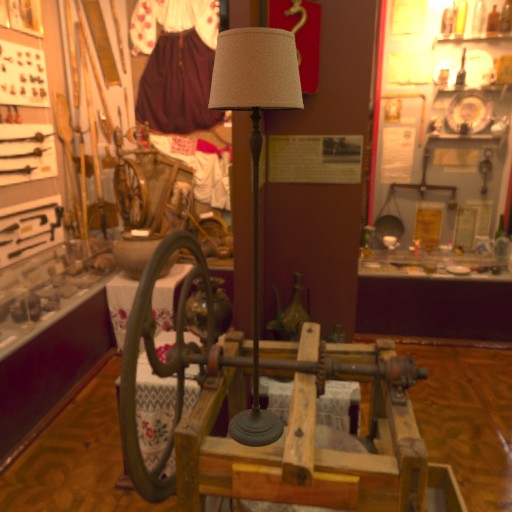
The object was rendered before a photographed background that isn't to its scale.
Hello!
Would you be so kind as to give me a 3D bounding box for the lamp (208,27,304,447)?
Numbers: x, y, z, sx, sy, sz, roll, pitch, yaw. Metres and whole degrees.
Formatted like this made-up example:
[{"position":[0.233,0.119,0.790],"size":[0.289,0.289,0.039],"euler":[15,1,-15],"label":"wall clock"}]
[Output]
[{"position":[0.000,0.000,1.666],"size":[0.327,1.506,0.327],"euler":[3,16,10],"label":"lamp"}]
